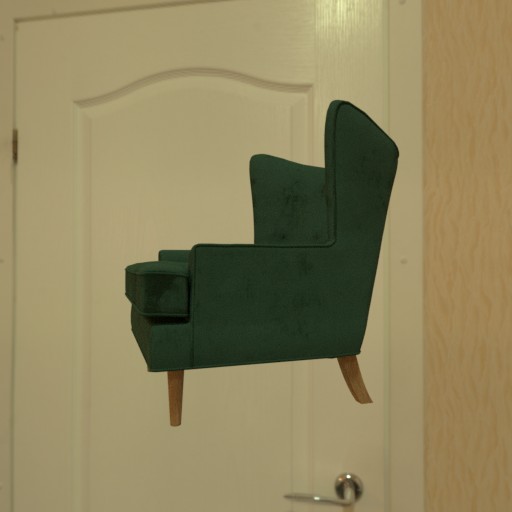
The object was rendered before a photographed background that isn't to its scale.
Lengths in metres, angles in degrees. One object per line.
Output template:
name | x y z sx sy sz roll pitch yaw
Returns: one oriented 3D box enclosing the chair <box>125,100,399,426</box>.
chair | 0.000 0.000 1.656 0.910 0.952 0.793 0 -1 -19
